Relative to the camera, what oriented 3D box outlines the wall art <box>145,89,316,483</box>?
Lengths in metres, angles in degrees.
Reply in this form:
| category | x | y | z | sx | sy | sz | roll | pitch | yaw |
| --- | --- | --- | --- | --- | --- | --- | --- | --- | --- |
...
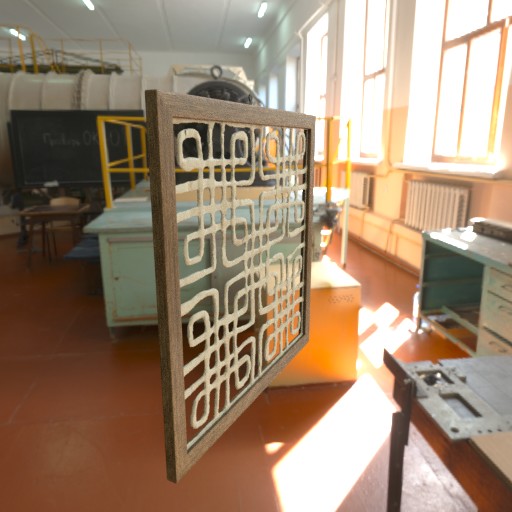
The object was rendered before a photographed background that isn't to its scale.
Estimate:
| category | x | y | z | sx | sy | sz | roll | pitch | yaw |
| --- | --- | --- | --- | --- | --- | --- | --- | --- | --- |
| wall art | 0.000 | 0.000 | 0.843 | 0.021 | 0.582 | 0.561 | 7 | 16 | 26 |
